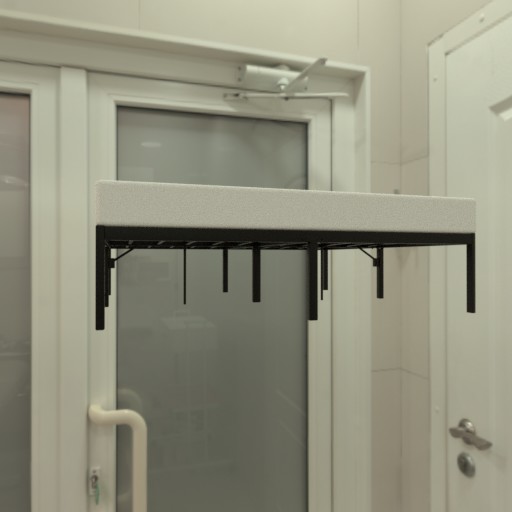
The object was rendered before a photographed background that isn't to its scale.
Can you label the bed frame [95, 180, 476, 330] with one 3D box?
[{"bbox_3d":[0.000,0.000,3.160,2.079,0.659,1.963,0,0,-17],"label":"bed frame"}]
